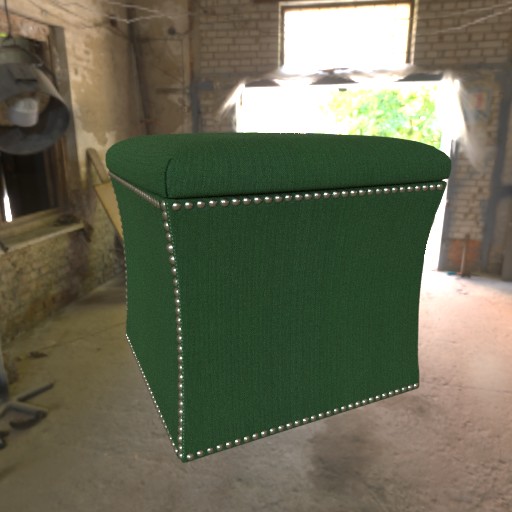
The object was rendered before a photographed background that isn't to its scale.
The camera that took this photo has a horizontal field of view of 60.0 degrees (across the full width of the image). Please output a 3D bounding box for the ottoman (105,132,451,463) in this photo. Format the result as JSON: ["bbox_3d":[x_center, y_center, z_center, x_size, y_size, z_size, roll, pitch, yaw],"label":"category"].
[{"bbox_3d":[0.000,0.000,0.881,0.497,0.475,0.507,-7,18,-24],"label":"ottoman"}]
